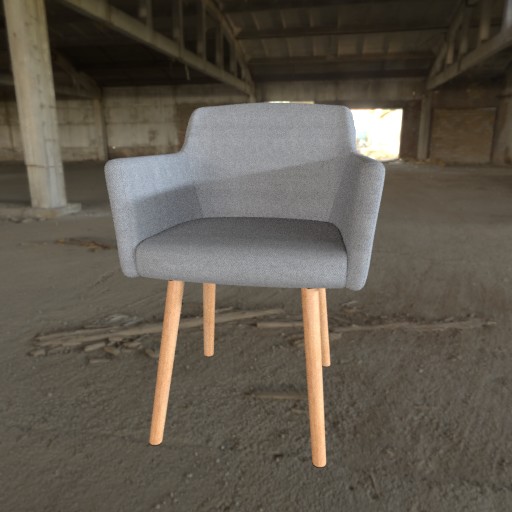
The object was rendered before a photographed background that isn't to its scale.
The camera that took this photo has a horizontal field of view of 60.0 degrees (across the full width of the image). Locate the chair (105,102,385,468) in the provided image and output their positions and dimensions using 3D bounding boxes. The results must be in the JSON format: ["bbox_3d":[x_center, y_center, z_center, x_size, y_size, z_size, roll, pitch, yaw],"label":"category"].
[{"bbox_3d":[0.000,0.000,1.137,0.570,0.780,0.540,3,15,10],"label":"chair"}]
